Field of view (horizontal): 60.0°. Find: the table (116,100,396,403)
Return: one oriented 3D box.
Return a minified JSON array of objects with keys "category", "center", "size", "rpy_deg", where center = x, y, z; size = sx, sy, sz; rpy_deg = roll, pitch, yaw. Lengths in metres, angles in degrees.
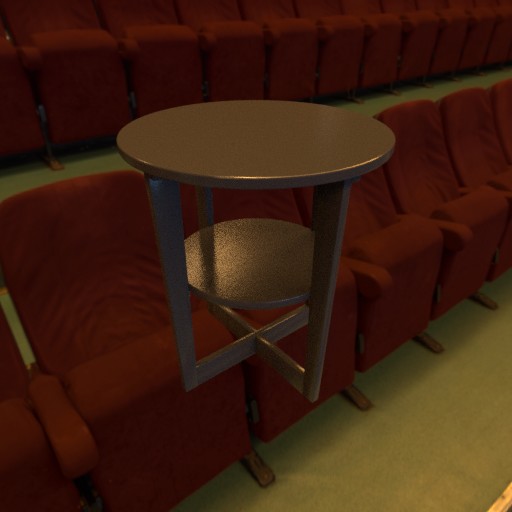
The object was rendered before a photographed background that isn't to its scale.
[{"category":"table","center":[0.000,0.000,0.963],"size":[0.500,0.550,0.500],"rpy_deg":[0,31,0]}]
